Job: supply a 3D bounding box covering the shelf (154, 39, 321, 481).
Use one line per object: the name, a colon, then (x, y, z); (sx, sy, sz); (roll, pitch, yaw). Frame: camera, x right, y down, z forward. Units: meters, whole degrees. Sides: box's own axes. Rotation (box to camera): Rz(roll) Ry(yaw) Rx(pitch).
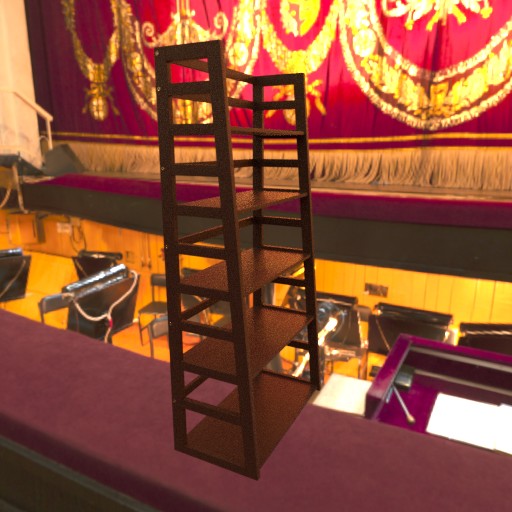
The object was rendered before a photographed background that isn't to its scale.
shelf: (0.000, 0.000, 1.956); (0.403, 1.600, 0.763); (7, 16, 26)
